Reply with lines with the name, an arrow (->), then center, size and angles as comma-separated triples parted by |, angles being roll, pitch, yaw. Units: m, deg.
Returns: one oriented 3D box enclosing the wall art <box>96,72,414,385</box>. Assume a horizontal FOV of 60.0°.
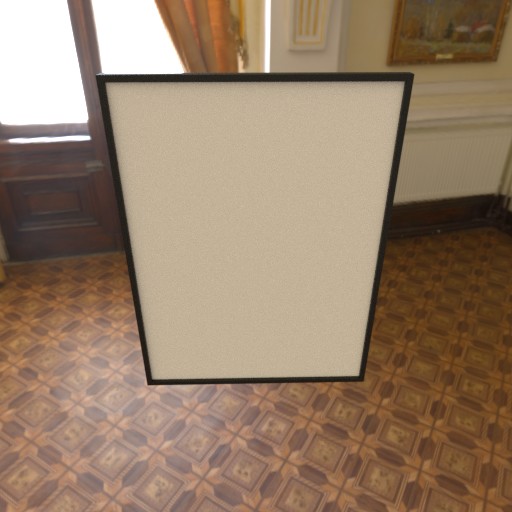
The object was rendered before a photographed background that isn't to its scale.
wall art -> 0.000, 0.000, 1.394 | 0.802, 1.070, 0.036 | -1, 30, -1
